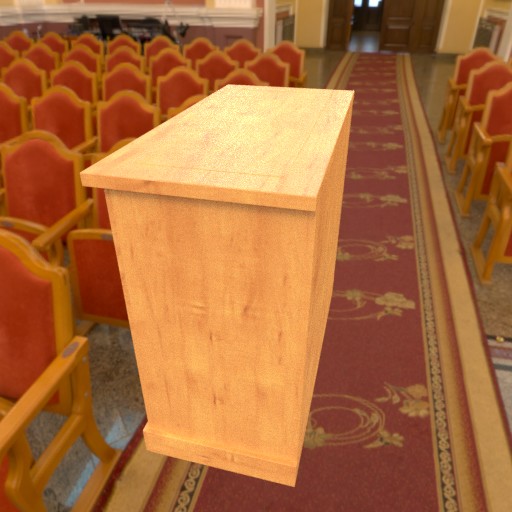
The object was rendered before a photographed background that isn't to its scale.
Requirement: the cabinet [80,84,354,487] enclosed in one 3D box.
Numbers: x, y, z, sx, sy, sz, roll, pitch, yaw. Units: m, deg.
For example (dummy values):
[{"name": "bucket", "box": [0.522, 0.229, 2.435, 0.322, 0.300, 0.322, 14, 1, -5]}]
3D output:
[{"name": "cabinet", "box": [0.000, 0.000, 1.389, 0.450, 0.840, 0.920, 8, 32, 12]}]
